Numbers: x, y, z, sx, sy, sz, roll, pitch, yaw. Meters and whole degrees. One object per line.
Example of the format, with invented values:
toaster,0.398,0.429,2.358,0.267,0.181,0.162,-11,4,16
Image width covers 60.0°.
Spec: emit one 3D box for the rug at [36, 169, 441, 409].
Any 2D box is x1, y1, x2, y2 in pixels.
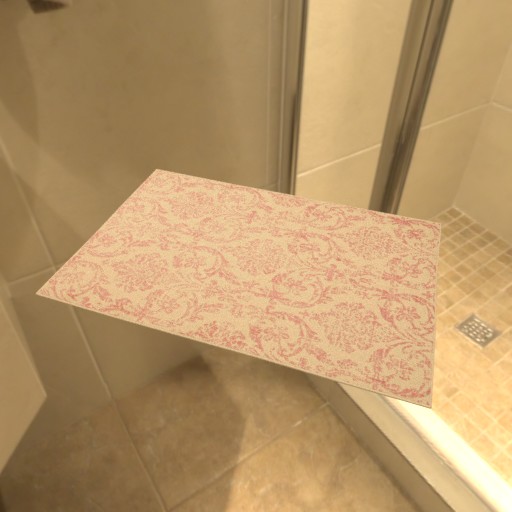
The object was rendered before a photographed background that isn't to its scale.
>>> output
rug,0.000,0.000,3.502,2.746,0.018,1.819,13,44,14
